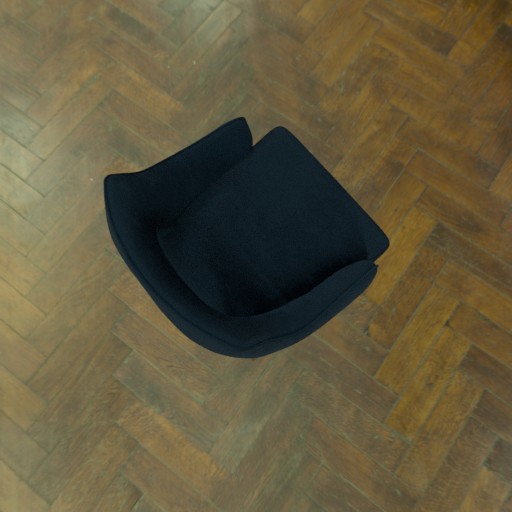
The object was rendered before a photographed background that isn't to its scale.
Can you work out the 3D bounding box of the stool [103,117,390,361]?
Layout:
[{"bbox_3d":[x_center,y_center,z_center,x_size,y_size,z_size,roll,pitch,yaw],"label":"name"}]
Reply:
[{"bbox_3d":[0.000,0.000,1.289,0.560,0.940,0.550,-38,78,-10],"label":"stool"}]
